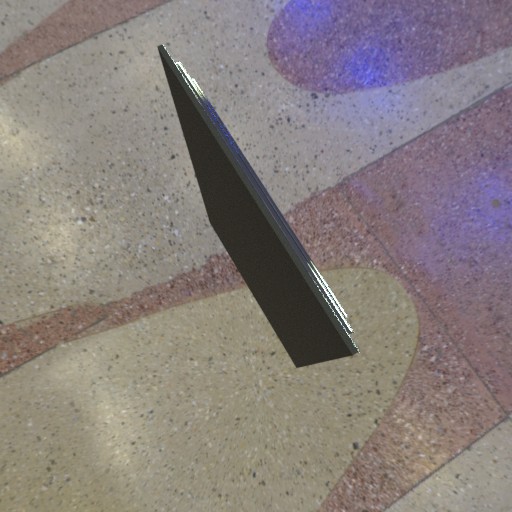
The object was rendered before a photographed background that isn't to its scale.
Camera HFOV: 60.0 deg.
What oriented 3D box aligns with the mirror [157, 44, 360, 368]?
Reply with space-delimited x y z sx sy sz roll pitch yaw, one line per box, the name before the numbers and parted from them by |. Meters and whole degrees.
mirror | 0.000 0.000 1.147 0.039 0.914 0.613 -30 77 -8
